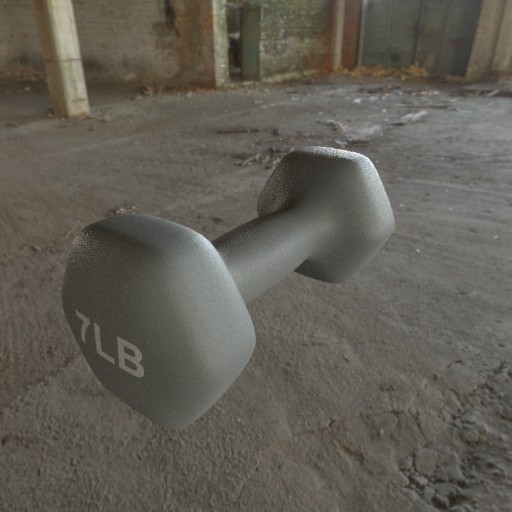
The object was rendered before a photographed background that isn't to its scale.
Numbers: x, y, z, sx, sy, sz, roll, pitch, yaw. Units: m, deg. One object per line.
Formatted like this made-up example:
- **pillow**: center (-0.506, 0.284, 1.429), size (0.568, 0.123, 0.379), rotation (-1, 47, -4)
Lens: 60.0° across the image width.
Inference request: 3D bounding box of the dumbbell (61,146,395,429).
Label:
- **dumbbell**: center (0.000, 0.000, 0.228), size (0.090, 0.081, 0.184), rotation (19, 32, 32)
